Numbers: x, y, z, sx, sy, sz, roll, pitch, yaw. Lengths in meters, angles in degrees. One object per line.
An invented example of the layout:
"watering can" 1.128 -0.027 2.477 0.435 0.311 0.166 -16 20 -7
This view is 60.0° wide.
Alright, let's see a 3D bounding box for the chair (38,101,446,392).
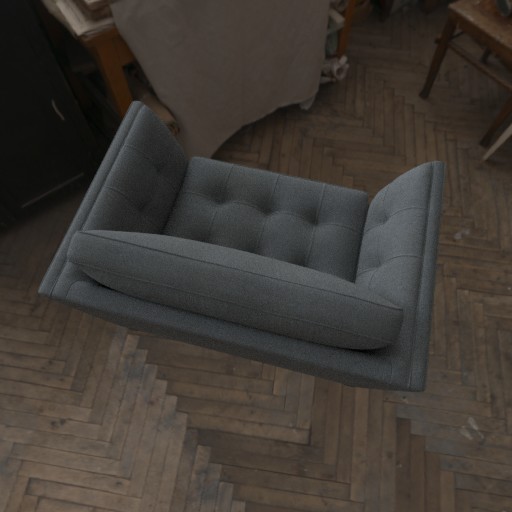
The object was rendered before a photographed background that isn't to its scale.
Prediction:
"chair" 0.000 0.000 1.997 1.396 0.942 0.965 13 65 6
